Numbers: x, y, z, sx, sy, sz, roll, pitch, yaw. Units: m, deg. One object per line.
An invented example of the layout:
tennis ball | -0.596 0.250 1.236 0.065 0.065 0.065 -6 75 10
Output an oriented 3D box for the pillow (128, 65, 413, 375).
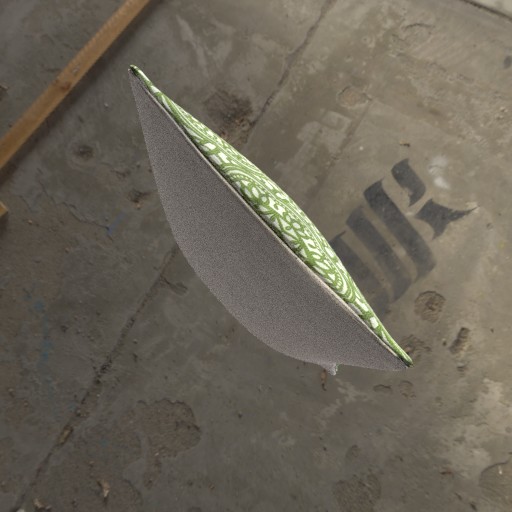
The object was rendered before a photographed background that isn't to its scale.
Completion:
pillow | 0.000 0.000 0.650 0.162 0.419 0.440 -40 79 -10
